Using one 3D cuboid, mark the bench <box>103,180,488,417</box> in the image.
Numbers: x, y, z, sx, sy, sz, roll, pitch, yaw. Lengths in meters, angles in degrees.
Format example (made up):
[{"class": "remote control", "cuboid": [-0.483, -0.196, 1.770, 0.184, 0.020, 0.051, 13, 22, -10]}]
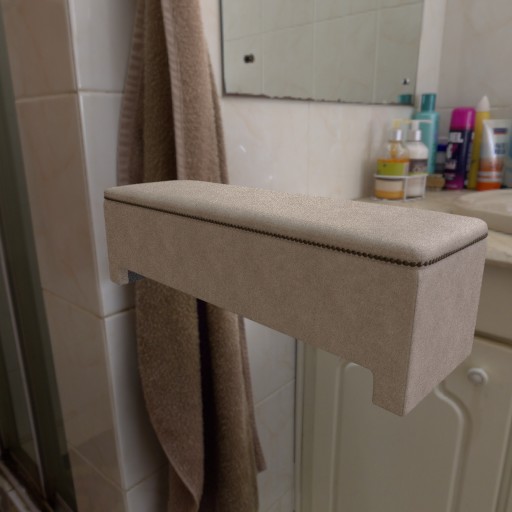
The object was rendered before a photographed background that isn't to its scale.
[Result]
[{"class": "bench", "cuboid": [0.000, 0.000, 1.679, 1.482, 0.447, 0.470, 15, 22, 42]}]
